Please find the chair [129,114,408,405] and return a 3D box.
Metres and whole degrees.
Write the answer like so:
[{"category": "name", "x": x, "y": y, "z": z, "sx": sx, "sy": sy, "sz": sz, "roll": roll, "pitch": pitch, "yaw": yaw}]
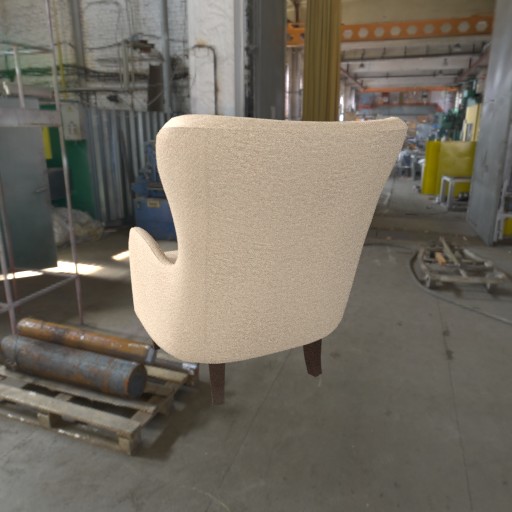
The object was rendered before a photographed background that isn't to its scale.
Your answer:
[{"category": "chair", "x": 0.000, "y": 0.000, "z": 1.786, "sx": 0.861, "sy": 1.064, "sz": 0.984, "roll": -8, "pitch": 18, "yaw": -26}]
